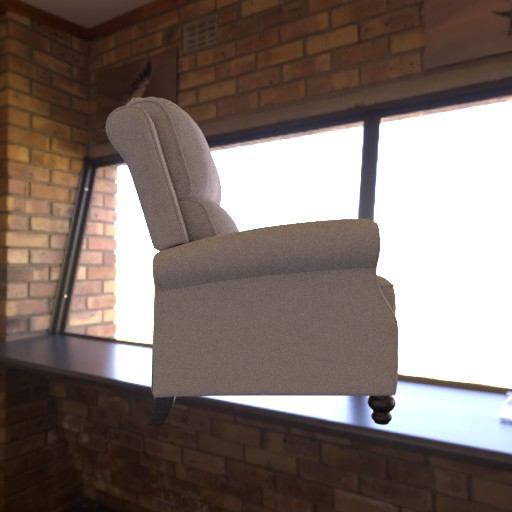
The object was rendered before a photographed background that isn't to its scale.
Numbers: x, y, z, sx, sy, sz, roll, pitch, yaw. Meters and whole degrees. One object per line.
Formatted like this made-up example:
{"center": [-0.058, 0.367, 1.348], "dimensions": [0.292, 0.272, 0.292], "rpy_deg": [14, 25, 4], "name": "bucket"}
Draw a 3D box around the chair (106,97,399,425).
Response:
{"center": [0.000, 0.000, 1.718], "dimensions": [0.919, 1.046, 0.859], "rpy_deg": [0, -2, 0], "name": "chair"}
